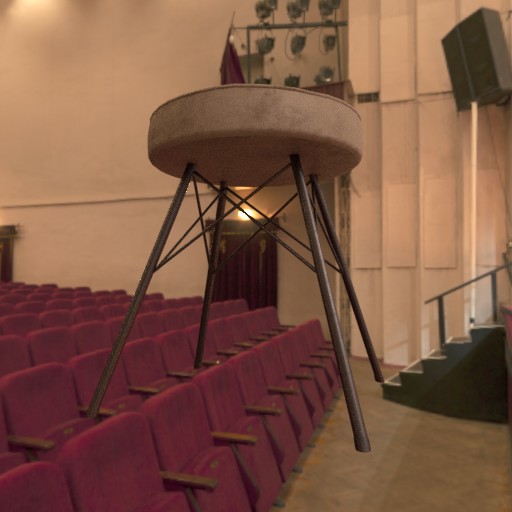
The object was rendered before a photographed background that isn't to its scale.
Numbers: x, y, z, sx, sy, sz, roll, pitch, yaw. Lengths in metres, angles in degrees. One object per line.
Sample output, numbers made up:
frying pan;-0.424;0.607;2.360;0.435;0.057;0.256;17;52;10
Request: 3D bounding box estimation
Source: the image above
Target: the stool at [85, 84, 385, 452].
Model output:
stool;0.000;0.000;0.861;0.457;0.538;0.423;-1;-3;19
